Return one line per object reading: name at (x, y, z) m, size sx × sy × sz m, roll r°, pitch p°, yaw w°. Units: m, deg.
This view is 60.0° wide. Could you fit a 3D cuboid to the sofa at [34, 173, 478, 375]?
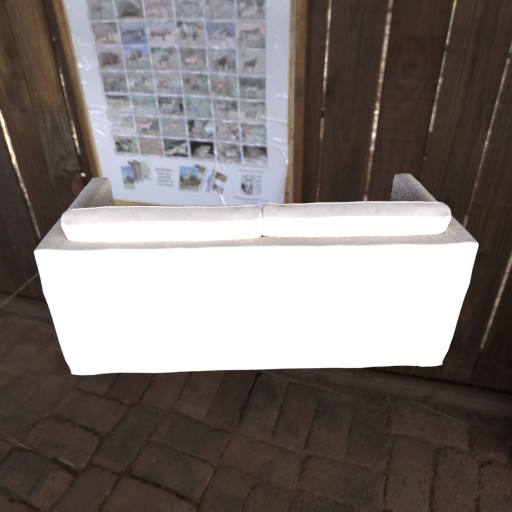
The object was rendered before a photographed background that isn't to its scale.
sofa at (0.000, 0.000, 2.472) m, size 1.987 × 0.870 × 0.940 m, roll -1°, pitch 30°, yaw -2°
